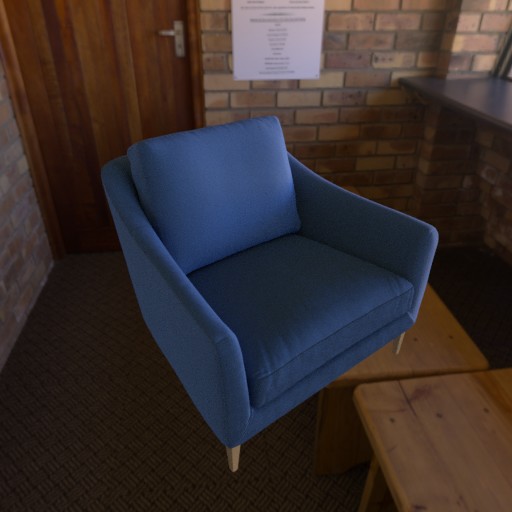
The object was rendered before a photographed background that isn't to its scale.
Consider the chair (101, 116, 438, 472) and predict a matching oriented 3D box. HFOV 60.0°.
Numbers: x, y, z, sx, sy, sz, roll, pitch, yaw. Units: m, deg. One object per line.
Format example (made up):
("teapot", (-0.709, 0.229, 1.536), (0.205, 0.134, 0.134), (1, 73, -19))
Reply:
("chair", (0.000, 0.000, 1.723), (0.987, 0.899, 0.961), (-22, 37, -33))
